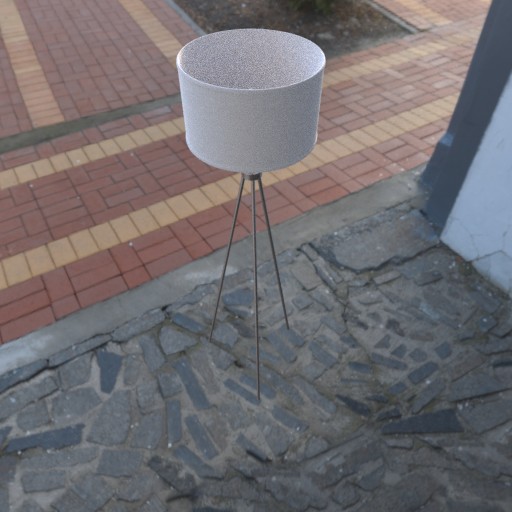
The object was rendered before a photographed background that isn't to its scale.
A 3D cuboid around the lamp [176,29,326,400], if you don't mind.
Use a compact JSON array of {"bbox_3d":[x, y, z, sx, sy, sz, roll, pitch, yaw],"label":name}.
[{"bbox_3d":[0.000,0.000,1.760,0.448,1.545,0.458,-11,47,-10],"label":"lamp"}]
